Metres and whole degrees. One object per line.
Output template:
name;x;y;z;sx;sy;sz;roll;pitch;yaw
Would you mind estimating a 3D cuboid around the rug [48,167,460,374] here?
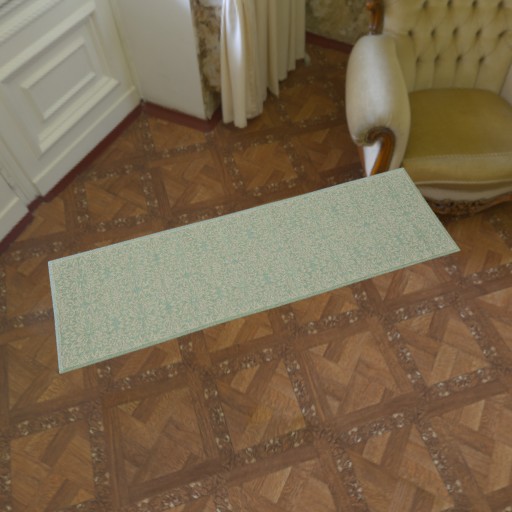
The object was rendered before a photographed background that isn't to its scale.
rug;0.000;0.000;2.462;2.196;0.011;0.662;-16;59;-10
